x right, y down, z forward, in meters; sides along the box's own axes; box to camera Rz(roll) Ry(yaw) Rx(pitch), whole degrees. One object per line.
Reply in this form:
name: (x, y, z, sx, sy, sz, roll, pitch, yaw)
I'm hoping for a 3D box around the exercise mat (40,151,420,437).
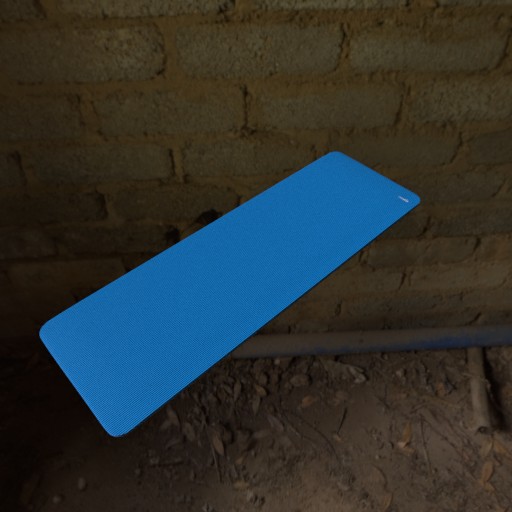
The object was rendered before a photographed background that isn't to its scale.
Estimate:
exercise mat: (0.000, 0.000, 2.070, 1.869, 0.021, 0.616, -34, 56, -27)
